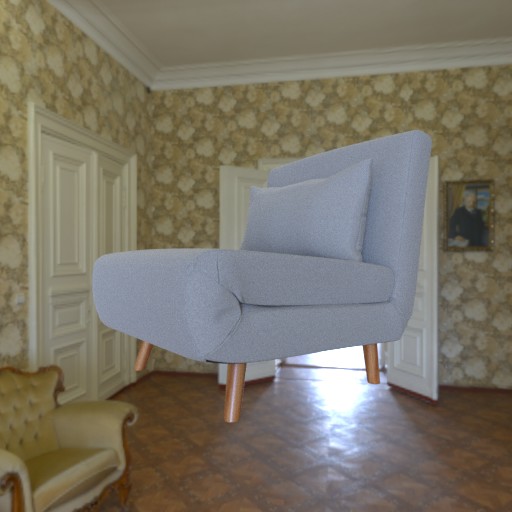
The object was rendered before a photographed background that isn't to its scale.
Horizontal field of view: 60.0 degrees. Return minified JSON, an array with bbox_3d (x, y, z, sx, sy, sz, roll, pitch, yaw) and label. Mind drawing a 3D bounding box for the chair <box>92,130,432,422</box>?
[{"bbox_3d":[0.000,0.000,1.488,0.902,0.808,0.770,0,-1,-35],"label":"chair"}]
